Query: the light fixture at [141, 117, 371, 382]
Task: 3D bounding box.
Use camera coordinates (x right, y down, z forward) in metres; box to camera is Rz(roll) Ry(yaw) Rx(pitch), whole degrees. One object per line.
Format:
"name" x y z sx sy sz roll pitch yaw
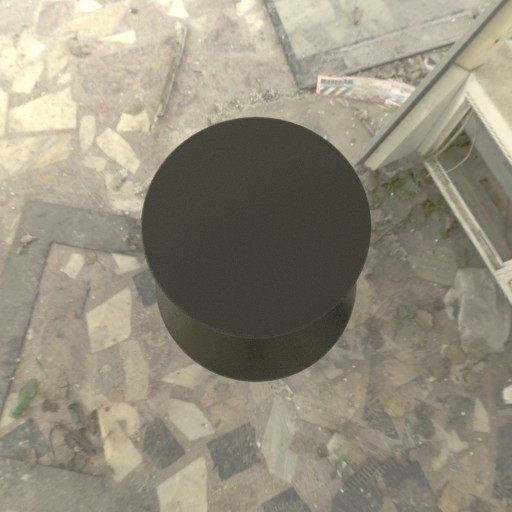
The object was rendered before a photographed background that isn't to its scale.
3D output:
"light fixture" 0.000 0.000 0.355 0.200 0.183 0.200 0 76 0
